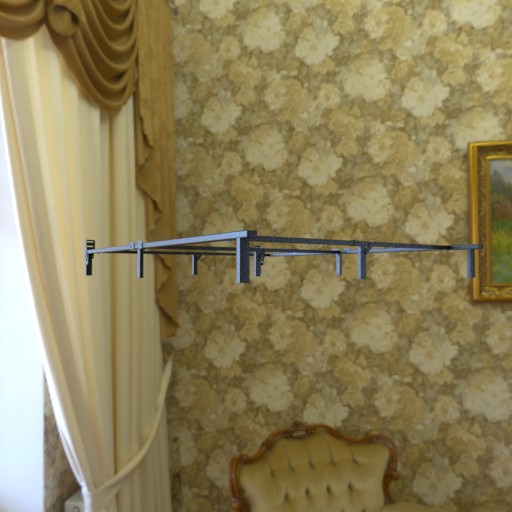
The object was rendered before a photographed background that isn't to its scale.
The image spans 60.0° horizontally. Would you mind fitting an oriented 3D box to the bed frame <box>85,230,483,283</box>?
[{"bbox_3d":[0.000,0.000,2.683,1.498,0.248,1.990,1,-2,-35],"label":"bed frame"}]
